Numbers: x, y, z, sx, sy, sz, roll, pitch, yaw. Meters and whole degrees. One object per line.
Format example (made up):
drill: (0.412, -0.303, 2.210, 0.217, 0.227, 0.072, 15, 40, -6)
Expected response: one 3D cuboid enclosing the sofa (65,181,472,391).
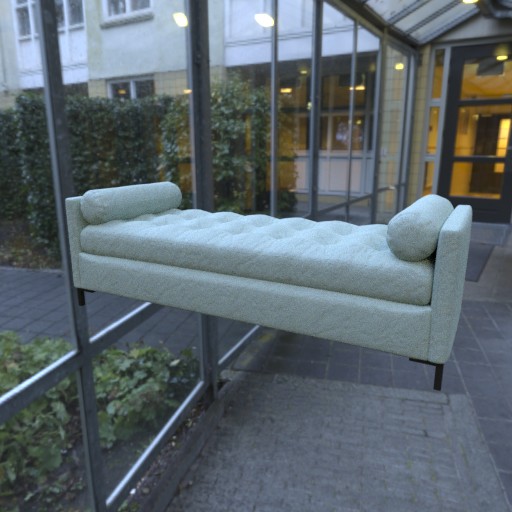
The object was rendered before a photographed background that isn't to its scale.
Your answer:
sofa: (0.000, 0.000, 2.461, 2.102, 0.705, 0.796, 7, 16, 27)
